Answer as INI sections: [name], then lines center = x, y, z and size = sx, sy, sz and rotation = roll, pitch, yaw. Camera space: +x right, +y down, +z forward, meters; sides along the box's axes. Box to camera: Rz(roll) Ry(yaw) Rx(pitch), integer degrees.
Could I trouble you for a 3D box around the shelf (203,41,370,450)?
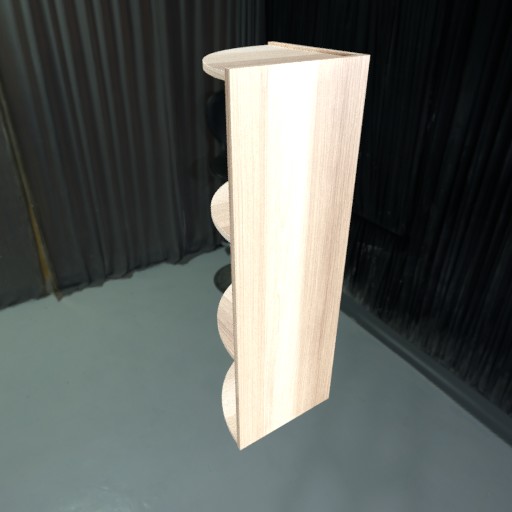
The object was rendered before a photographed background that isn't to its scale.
[shelf]
center = 0.000, 0.000, 1.038
size = 0.290, 0.872, 0.290
rotation = -19, 36, -29
